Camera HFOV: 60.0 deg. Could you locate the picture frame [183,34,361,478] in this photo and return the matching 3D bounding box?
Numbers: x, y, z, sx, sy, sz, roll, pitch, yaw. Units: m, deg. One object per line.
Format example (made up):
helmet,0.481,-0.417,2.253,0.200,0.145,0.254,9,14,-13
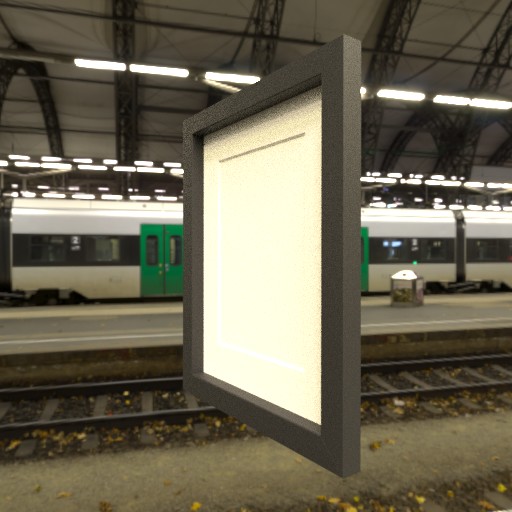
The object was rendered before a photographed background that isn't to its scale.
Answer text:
picture frame,0.000,0.000,0.516,0.036,0.383,0.307,0,0,-36
